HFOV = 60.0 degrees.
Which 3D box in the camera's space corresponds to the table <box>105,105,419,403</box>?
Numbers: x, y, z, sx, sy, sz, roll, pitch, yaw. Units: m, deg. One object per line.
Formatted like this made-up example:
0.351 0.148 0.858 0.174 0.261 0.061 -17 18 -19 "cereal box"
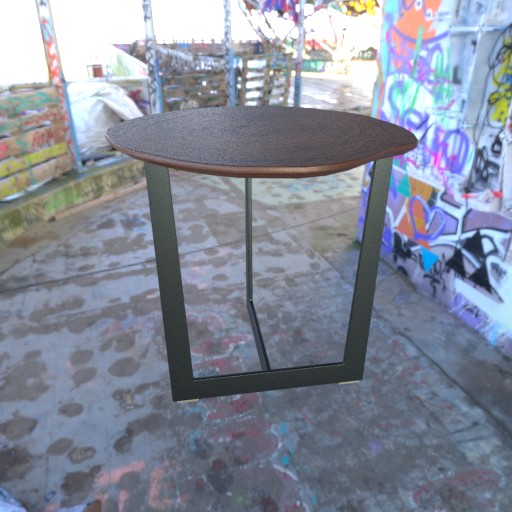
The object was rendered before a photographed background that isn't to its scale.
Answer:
0.000 0.000 0.841 0.477 0.476 0.494 -9 28 -17 "table"
